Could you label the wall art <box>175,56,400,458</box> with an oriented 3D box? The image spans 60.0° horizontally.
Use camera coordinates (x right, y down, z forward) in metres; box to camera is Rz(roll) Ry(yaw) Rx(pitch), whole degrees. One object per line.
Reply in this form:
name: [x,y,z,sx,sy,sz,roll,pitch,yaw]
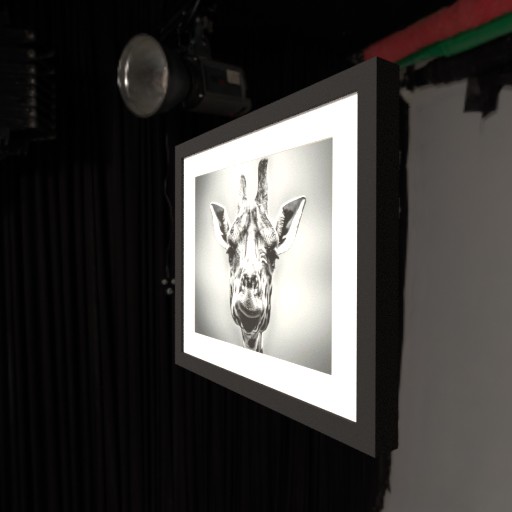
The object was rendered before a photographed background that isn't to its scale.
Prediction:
wall art: [0.000,0.000,0.528,0.031,0.330,0.381,0,1,-36]
